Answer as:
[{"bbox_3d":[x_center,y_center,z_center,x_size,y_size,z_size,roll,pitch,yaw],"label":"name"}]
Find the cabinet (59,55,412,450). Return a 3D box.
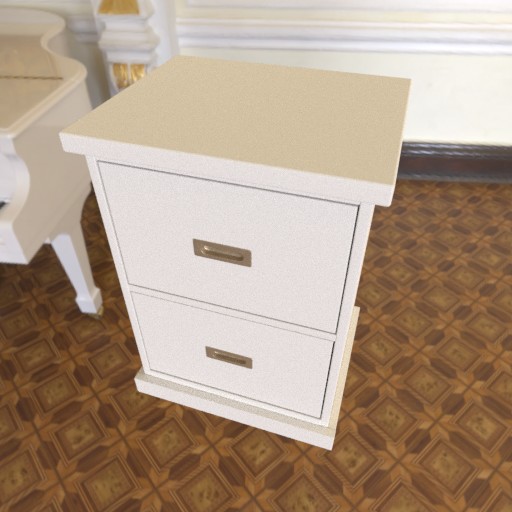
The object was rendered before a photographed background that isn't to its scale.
[{"bbox_3d":[0.000,0.000,1.028,0.520,0.723,0.431,12,42,14],"label":"cabinet"}]
